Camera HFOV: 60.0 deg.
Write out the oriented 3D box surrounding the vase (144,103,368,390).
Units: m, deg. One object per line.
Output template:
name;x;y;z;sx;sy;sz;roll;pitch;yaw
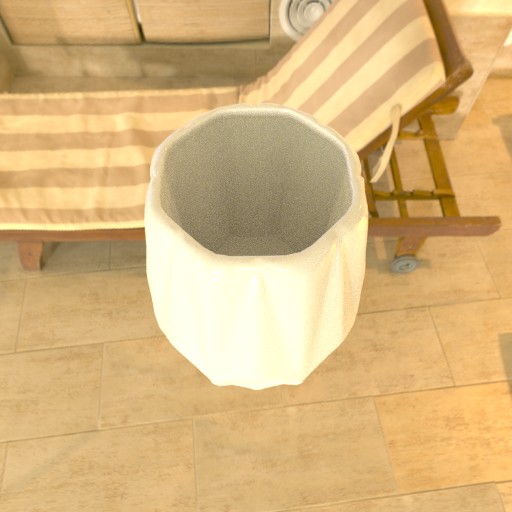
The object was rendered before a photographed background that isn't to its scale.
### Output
vase;0.000;0.000;0.272;0.141;0.152;0.141;0;59;0
